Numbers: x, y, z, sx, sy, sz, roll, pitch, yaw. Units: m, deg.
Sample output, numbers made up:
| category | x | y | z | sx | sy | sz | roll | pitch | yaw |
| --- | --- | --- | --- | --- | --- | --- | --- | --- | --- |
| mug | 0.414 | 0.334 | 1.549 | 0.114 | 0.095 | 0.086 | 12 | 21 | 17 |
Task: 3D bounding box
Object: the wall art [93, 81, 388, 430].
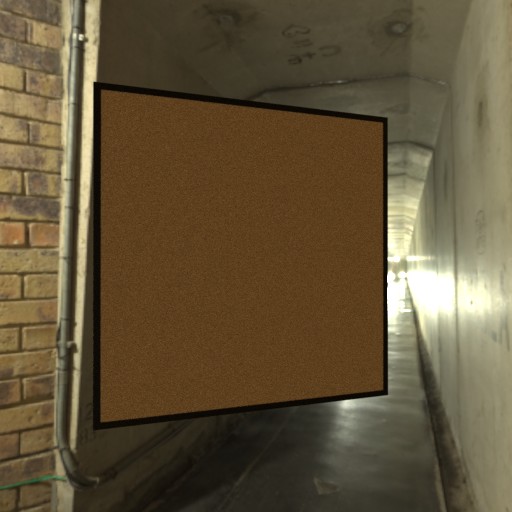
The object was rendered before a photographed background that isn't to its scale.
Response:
| category | x | y | z | sx | sy | sz | roll | pitch | yaw |
| --- | --- | --- | --- | --- | --- | --- | --- | --- | --- |
| wall art | 0.000 | 0.000 | 0.662 | 0.457 | 0.458 | 0.012 | 0 | 0 | -19 |
